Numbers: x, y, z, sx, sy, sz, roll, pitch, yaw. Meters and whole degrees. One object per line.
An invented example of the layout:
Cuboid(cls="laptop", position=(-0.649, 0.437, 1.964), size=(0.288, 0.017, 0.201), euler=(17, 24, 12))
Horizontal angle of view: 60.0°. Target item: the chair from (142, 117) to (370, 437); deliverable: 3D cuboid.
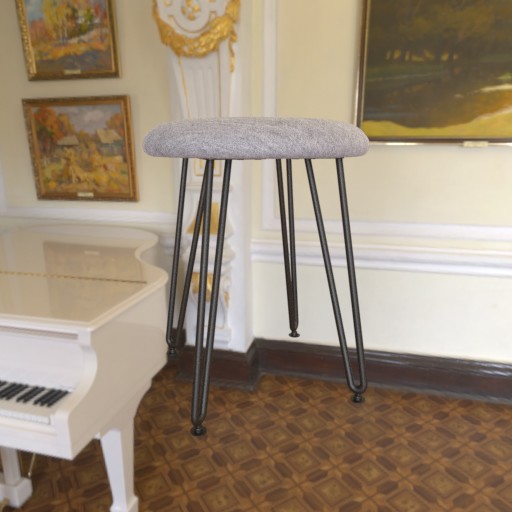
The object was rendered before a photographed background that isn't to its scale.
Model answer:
Cuboid(cls="chair", position=(0.000, 0.000, 0.657), size=(0.350, 0.386, 0.350), euler=(7, 16, 26))
